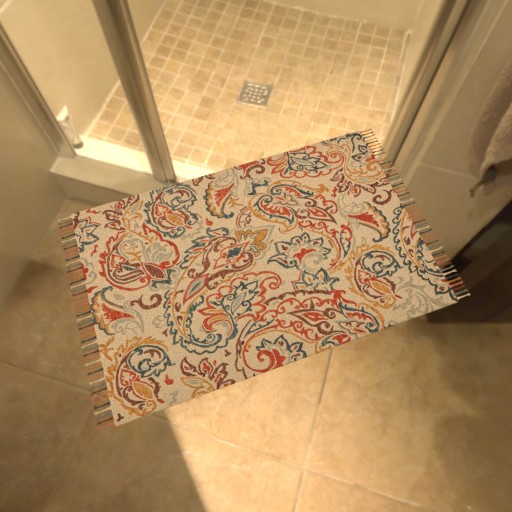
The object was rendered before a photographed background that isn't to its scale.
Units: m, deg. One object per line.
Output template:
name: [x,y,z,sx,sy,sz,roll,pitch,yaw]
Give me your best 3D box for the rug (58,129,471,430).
rug: [0.000,0.000,2.443,1.997,0.010,1.218,-18,66,-8]
